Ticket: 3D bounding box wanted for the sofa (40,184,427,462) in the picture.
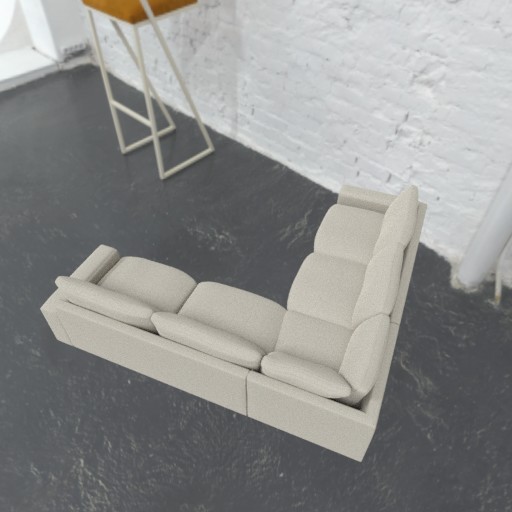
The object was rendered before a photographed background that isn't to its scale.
[{"bbox_3d":[0.000,0.000,4.858,3.206,0.918,3.066,16,48,16],"label":"sofa"}]
